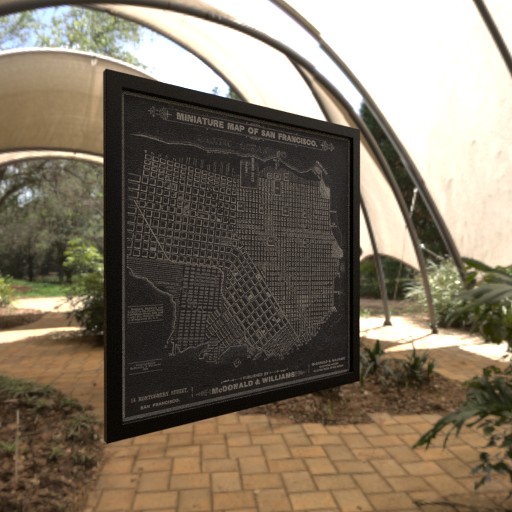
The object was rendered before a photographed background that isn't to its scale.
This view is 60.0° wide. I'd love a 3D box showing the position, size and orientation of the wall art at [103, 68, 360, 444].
[{"bbox_3d":[0.000,0.000,0.678,0.457,0.458,0.012,0,0,-36],"label":"wall art"}]
